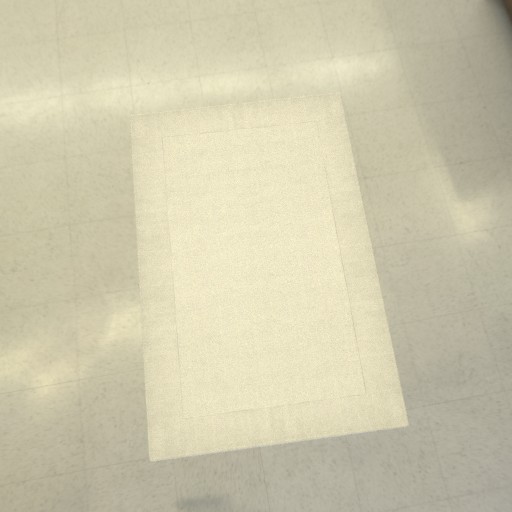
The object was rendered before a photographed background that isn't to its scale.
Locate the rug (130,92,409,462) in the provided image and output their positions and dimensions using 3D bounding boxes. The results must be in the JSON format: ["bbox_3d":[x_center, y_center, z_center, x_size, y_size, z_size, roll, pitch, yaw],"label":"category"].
[{"bbox_3d":[0.000,0.000,2.302,1.219,0.013,1.829,-7,74,-2],"label":"rug"}]
